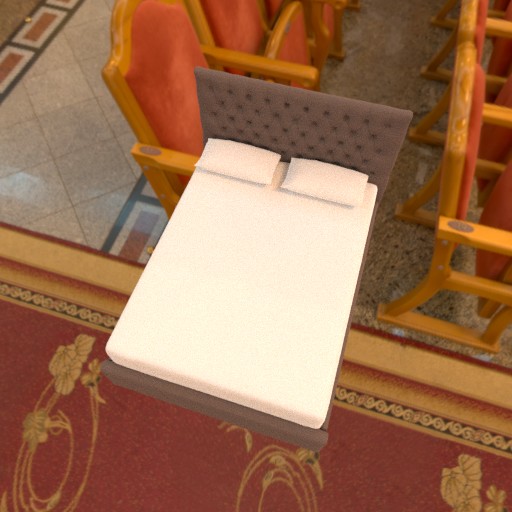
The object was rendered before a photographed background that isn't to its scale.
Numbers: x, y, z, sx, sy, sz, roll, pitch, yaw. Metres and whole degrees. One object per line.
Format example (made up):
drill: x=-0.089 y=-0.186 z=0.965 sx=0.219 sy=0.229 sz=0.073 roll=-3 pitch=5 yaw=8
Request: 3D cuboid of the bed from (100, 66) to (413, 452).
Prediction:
bed: x=0.000 y=0.000 z=3.380 sx=1.696 sy=1.426 sz=2.233 roll=15 pitch=60 yaw=9
